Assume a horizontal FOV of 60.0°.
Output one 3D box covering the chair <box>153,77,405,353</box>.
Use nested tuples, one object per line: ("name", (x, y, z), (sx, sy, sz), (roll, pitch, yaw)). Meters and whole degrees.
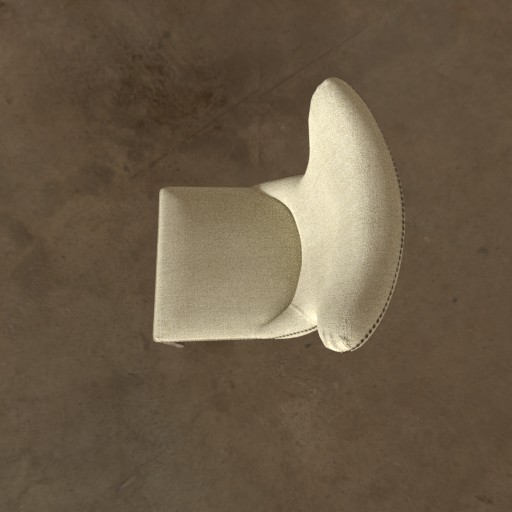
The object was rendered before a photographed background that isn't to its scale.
("chair", (0.000, 0.000, 1.451), (0.681, 1.002, 0.654), (-1, 76, 0))
